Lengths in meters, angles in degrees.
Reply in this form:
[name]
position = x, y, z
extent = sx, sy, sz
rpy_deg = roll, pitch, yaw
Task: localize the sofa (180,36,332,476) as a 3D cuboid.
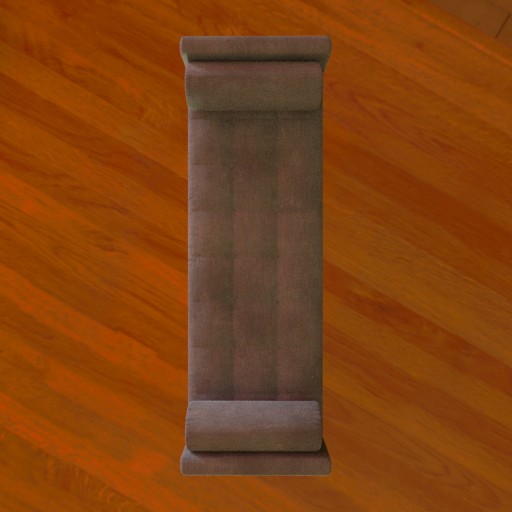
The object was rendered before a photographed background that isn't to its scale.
[sofa]
position = 0.000, 0.000, 2.287
extent = 0.686, 0.635, 1.981
rpy_deg = 0, 90, 0
